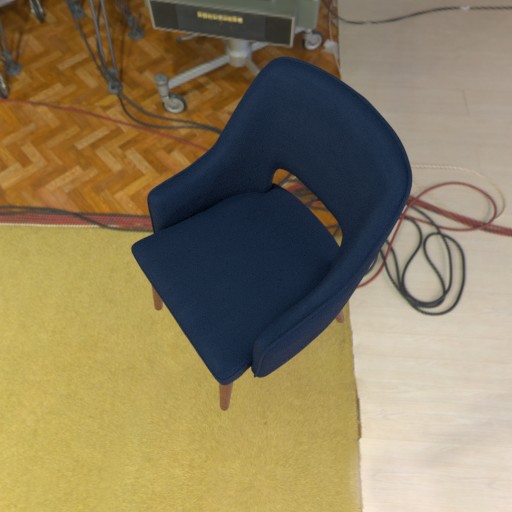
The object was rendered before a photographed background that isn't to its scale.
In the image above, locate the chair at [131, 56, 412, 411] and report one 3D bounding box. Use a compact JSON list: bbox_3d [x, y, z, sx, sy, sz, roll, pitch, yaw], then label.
[{"bbox_3d":[0.000,0.000,1.228,0.591,0.844,0.559,-33,68,-15],"label":"chair"}]
